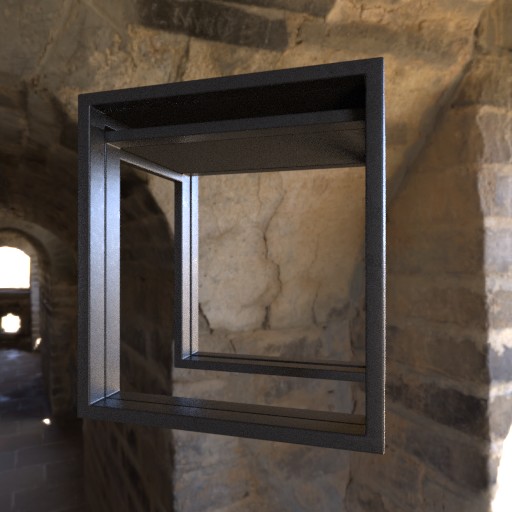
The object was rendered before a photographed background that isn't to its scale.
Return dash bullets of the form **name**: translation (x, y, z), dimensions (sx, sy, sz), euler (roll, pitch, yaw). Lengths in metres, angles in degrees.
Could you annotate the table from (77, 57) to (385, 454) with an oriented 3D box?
- **table**: translation (0.000, 0.000, 0.895), dimensions (0.500, 0.550, 0.449), euler (0, 0, 16)
